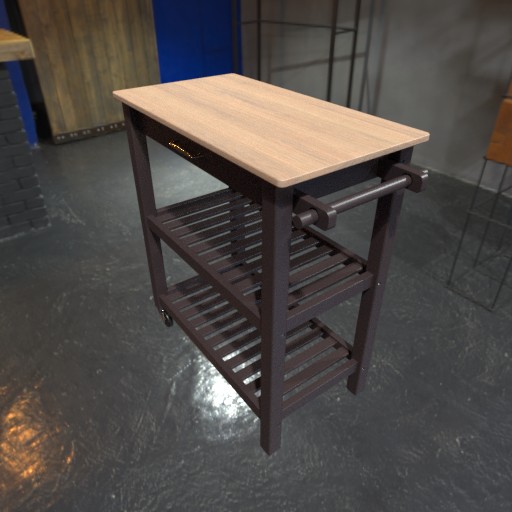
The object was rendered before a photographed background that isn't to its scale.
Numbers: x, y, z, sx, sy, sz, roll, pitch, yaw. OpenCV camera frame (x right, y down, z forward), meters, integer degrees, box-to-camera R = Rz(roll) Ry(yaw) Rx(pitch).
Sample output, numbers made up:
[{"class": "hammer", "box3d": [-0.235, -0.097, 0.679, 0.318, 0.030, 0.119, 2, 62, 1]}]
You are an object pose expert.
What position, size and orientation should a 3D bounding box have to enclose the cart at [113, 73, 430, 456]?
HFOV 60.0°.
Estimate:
[{"class": "cart", "box3d": [0.000, 0.000, 1.446, 0.457, 0.927, 0.899, -22, 40, -30]}]
